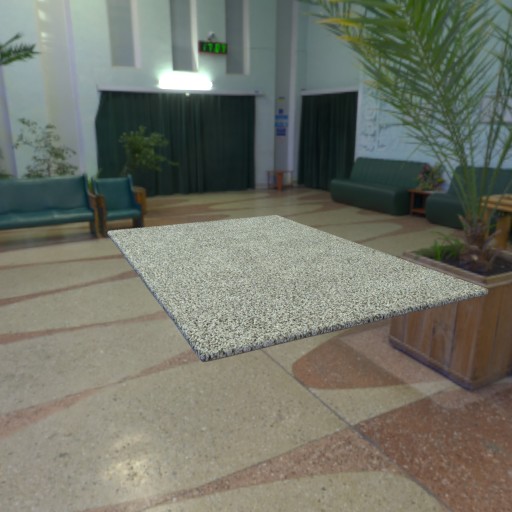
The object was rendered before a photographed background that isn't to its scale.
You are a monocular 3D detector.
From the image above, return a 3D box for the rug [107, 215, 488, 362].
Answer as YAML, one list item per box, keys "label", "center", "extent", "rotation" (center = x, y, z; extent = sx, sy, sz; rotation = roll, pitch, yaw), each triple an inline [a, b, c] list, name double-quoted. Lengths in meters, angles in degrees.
- label: "rug"
  center: [0.000, 0.000, 2.287]
  extent: [1.219, 0.030, 1.778]
  rotation: [-8, 18, -25]
